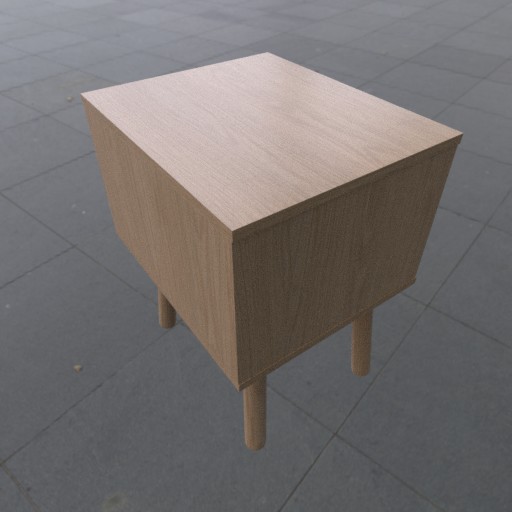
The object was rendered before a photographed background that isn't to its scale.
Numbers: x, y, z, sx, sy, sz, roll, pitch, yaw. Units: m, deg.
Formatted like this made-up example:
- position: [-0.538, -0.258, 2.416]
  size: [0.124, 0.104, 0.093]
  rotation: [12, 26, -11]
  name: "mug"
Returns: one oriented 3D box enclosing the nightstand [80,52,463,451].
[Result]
- position: [0.000, 0.000, 0.851]
  size: [0.380, 0.571, 0.450]
  rotation: [-25, 47, -26]
  name: "nightstand"
